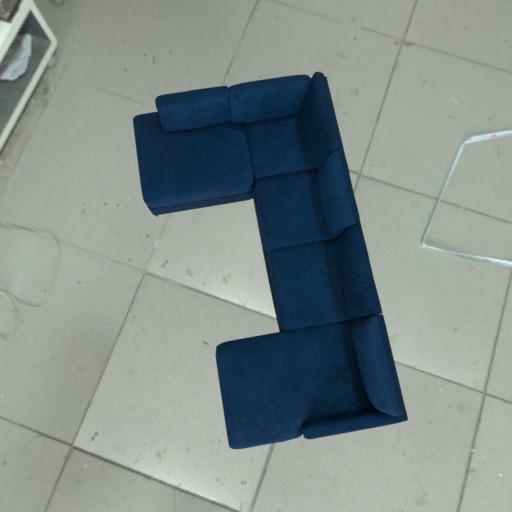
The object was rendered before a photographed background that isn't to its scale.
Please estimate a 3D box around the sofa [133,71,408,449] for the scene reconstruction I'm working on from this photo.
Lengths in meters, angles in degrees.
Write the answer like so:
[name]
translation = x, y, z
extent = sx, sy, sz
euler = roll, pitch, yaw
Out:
[sofa]
translation = 0.000, 0.000, 4.337
extent = 2.055, 0.992, 3.434
euler = -10, 77, -2
